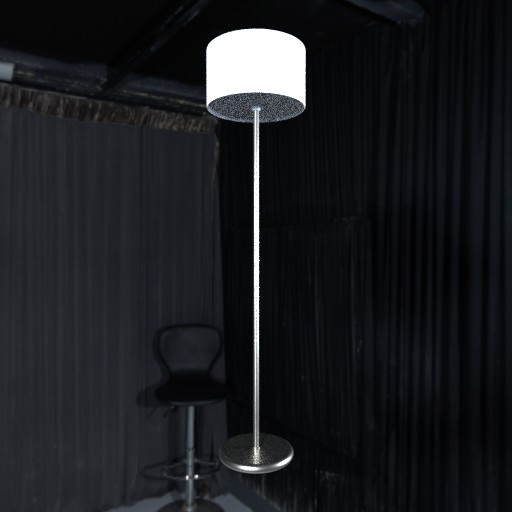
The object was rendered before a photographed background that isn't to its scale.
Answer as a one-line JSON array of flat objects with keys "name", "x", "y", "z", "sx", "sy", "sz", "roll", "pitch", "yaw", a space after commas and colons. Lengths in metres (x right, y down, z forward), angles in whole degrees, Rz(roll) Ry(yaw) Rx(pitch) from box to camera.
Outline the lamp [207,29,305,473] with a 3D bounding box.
[{"name": "lamp", "x": 0.000, "y": 0.000, "z": 1.590, "sx": 0.347, "sy": 1.443, "sz": 0.347, "roll": -1, "pitch": 2, "yaw": -37}]
